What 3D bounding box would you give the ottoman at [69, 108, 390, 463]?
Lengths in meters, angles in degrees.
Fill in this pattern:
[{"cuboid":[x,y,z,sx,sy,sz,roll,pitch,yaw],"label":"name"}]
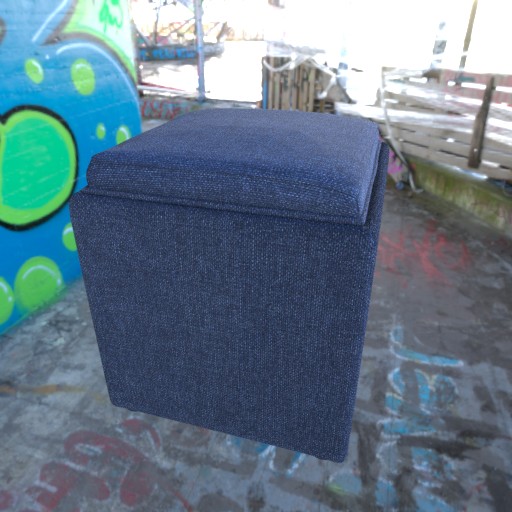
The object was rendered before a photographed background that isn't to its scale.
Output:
[{"cuboid":[0.000,0.000,0.846,0.436,0.493,0.454,8,30,15],"label":"ottoman"}]
